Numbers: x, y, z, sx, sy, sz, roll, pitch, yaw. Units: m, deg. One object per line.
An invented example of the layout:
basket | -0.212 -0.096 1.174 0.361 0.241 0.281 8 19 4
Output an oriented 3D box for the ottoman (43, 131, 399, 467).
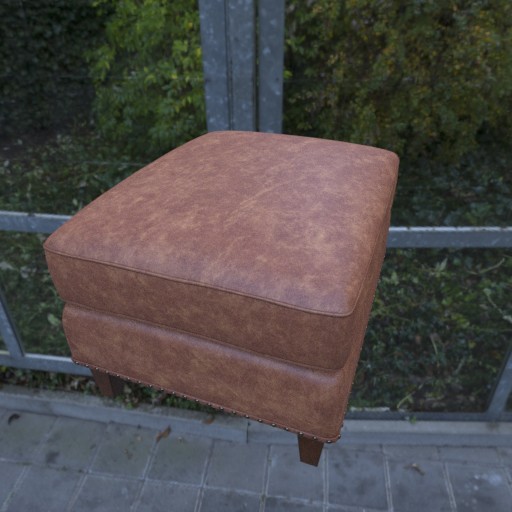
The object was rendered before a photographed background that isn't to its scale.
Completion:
ottoman | 0.000 0.000 1.095 0.586 0.486 0.742 11 34 17
